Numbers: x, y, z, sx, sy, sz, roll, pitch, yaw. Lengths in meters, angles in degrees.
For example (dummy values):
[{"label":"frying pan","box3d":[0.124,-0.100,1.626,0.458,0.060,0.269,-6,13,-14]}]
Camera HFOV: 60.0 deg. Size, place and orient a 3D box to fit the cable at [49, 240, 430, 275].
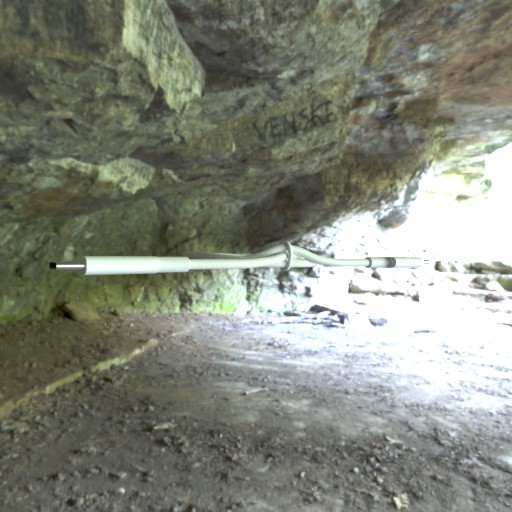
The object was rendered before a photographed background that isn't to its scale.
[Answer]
[{"label":"cable","box3d":[0.000,0.000,0.226,0.203,0.014,0.070,0,0,-36]}]
